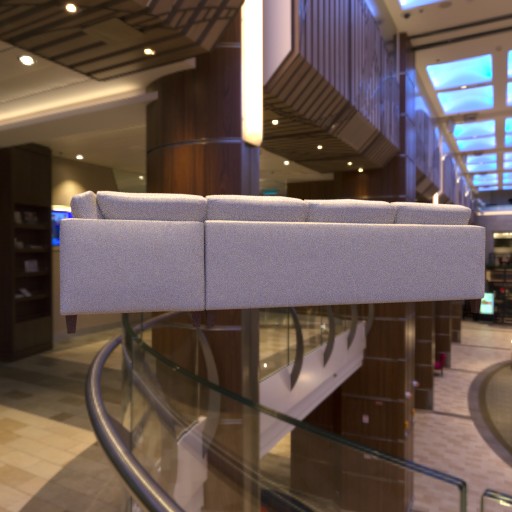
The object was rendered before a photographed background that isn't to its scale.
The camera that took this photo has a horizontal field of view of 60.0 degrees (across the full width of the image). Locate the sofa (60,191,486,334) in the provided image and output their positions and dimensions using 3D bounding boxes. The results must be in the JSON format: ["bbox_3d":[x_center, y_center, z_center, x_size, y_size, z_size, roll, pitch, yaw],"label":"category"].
[{"bbox_3d":[0.000,0.000,4.399,3.333,0.934,2.522,0,1,-17],"label":"sofa"}]
